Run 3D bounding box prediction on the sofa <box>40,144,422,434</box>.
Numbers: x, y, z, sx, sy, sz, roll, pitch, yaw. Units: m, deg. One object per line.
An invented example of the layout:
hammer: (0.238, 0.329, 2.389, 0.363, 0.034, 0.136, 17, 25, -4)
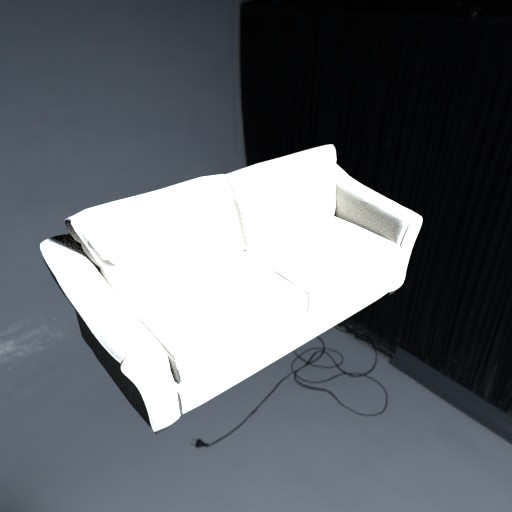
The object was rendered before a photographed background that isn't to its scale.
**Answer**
sofa: (0.000, 0.000, 2.817, 2.270, 0.965, 0.980, -23, 38, -32)
